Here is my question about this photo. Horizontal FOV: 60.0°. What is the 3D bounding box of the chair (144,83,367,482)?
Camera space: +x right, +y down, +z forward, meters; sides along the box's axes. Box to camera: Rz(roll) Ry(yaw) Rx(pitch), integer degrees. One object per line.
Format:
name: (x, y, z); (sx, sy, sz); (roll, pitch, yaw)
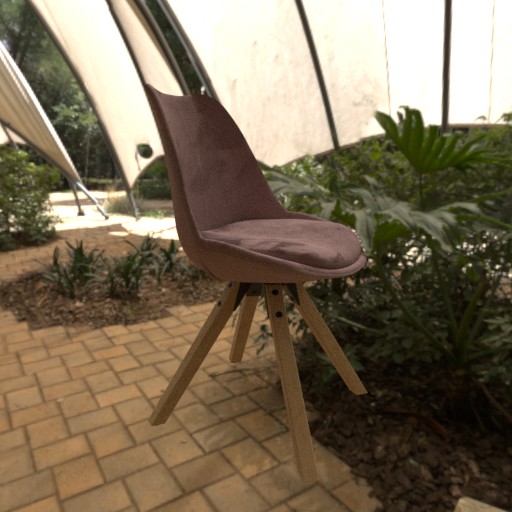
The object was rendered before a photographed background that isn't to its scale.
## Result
chair: (0.000, 0.000, 1.149); (0.550, 0.850, 0.485); (7, 15, 27)
